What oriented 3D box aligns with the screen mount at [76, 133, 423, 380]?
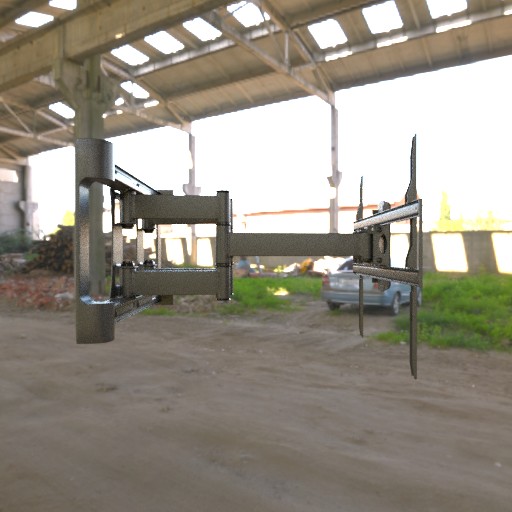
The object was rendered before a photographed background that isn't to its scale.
[{"bbox_3d":[0.000,0.000,0.956,0.556,0.424,0.571,0,0,0],"label":"screen mount"}]
